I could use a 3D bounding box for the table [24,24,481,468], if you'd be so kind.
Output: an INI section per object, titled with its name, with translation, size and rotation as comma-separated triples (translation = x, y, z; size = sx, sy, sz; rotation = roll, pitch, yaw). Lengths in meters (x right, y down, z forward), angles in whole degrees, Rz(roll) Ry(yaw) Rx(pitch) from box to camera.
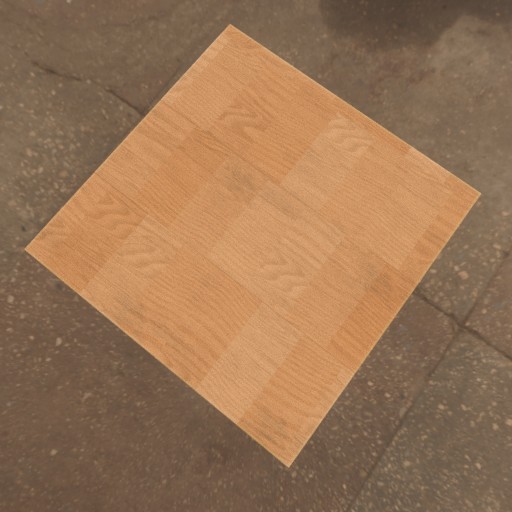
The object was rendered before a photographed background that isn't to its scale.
[table]
translation = 0.000, 0.000, 1.374
size = 0.747, 0.738, 0.747
rotation = 37, 80, 8
